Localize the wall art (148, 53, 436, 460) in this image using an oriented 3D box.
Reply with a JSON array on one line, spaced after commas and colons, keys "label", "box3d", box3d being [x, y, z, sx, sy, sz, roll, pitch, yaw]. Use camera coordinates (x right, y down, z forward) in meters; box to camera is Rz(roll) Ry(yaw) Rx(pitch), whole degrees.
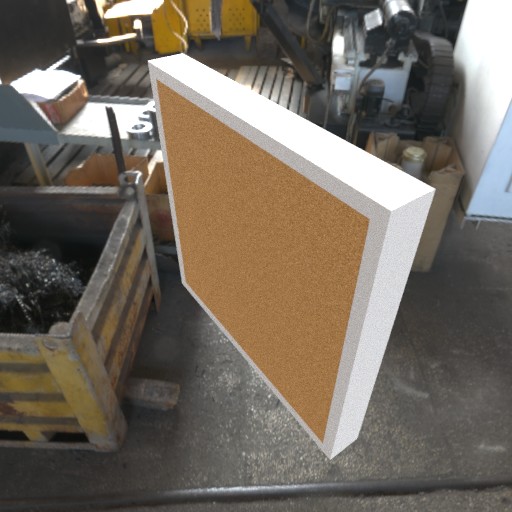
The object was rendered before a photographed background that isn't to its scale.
[{"label": "wall art", "box3d": [0.000, 0.000, 0.441, 0.038, 0.302, 0.305, -25, 47, -26]}]
